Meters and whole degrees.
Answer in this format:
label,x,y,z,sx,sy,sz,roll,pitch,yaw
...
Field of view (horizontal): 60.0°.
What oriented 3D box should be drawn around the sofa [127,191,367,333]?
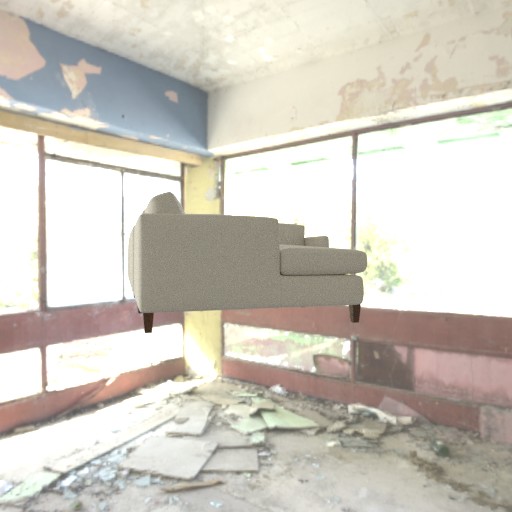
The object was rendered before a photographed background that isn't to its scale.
label,x,y,z,sx,sy,sz,roll,pitch,yaw
sofa,0.000,0.000,4.741,2.593,0.956,3.459,0,0,-17
